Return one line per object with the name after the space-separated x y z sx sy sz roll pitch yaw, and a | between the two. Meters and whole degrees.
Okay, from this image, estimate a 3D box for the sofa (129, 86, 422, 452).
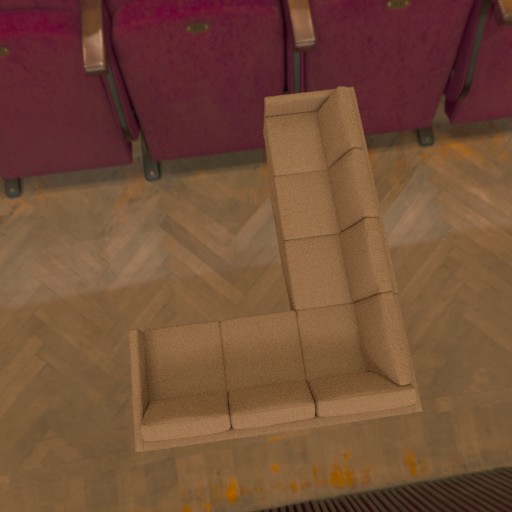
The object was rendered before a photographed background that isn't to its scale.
0.000 0.000 4.309 2.432 0.871 3.182 -7 75 -2 | sofa
